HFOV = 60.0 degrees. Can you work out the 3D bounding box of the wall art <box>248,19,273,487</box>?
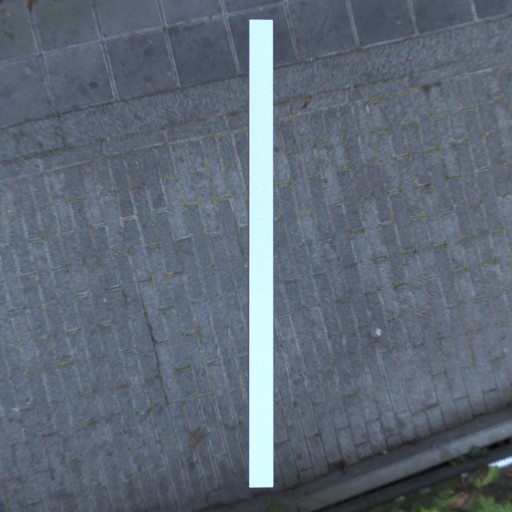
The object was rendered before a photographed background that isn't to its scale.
[{"bbox_3d":[0.000,0.000,0.657,0.023,0.453,0.455,0,89,-1],"label":"wall art"}]
